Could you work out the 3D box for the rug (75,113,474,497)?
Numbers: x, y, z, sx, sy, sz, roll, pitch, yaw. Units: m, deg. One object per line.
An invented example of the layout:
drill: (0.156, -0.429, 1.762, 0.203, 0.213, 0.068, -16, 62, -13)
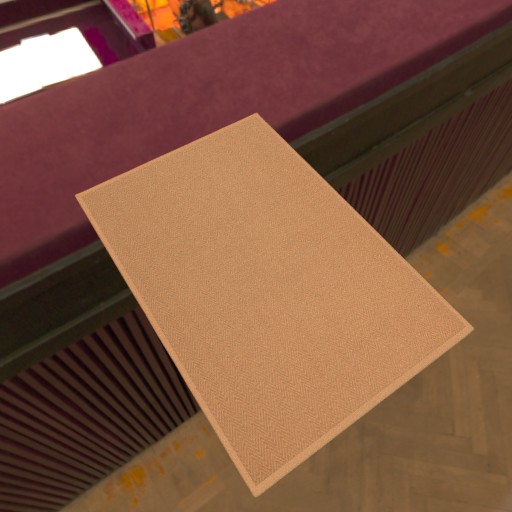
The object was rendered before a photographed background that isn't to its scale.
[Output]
rug: (0.000, 0.000, 2.820, 1.532, 0.017, 2.244, -30, 62, -17)
